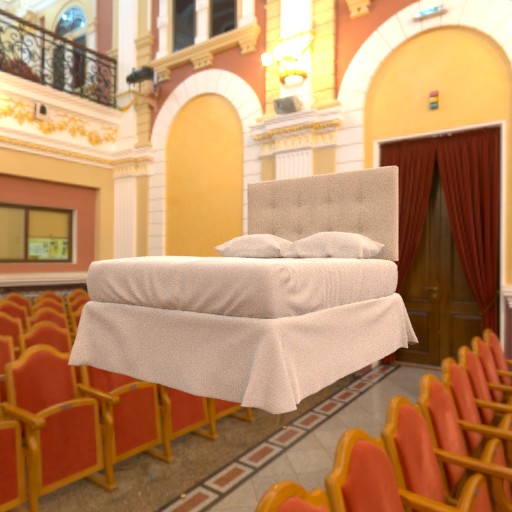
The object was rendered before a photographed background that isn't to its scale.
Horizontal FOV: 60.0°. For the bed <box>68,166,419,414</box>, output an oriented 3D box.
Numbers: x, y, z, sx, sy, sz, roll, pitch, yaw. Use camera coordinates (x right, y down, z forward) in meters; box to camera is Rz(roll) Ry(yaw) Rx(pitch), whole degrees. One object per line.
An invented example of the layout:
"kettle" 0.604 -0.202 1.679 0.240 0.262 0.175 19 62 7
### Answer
"bed" 0.000 0.000 3.544 1.936 1.577 2.222 0 0 36
